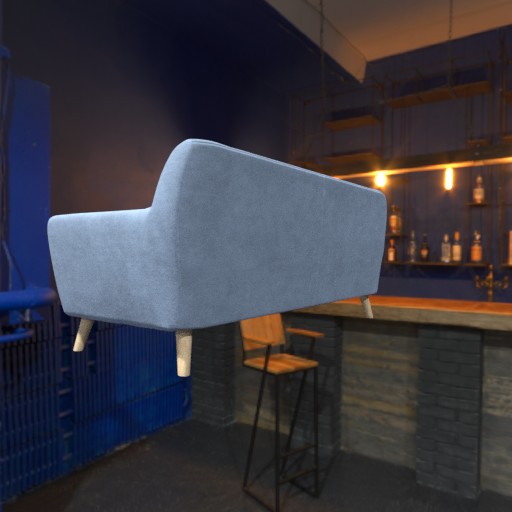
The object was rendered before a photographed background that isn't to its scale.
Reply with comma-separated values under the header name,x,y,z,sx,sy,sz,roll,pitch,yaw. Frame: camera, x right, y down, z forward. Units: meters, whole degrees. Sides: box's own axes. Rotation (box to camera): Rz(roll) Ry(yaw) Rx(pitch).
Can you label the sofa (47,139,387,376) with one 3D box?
name,x,y,z,sx,sy,sz,roll,pitch,yaw
sofa,0.000,0.000,2.444,0.830,0.830,1.970,0,1,36
